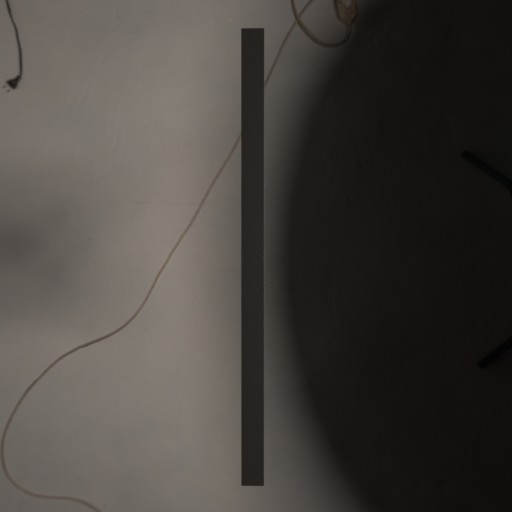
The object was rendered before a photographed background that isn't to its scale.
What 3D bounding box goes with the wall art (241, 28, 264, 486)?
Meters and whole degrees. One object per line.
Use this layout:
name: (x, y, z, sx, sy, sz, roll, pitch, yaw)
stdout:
wall art: (0.000, 0.000, 0.772, 0.028, 0.460, 0.561, 0, 91, 1)
